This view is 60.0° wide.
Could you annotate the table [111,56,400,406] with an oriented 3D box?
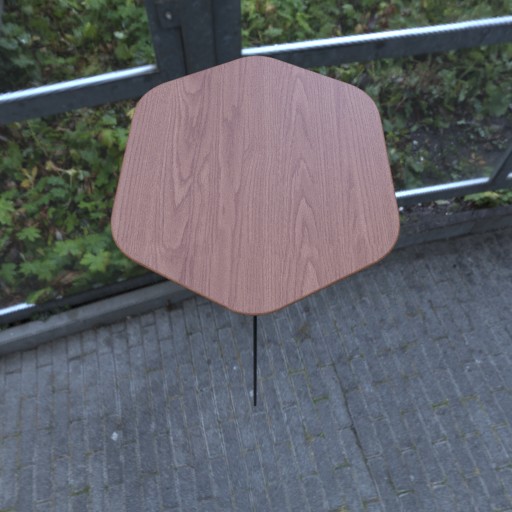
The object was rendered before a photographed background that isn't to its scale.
[{"bbox_3d":[0.000,0.000,0.905,0.400,0.562,0.500,0,59,0],"label":"table"}]
